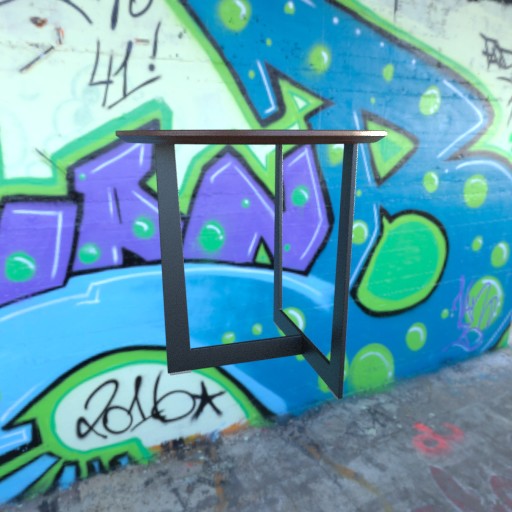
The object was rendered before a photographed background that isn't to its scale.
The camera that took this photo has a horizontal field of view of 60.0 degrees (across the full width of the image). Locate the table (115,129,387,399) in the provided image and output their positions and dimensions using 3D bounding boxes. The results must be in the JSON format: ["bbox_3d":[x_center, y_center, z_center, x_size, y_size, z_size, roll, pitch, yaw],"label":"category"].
[{"bbox_3d":[0.000,0.000,0.878,0.494,0.476,0.477,-8,17,-26],"label":"table"}]
